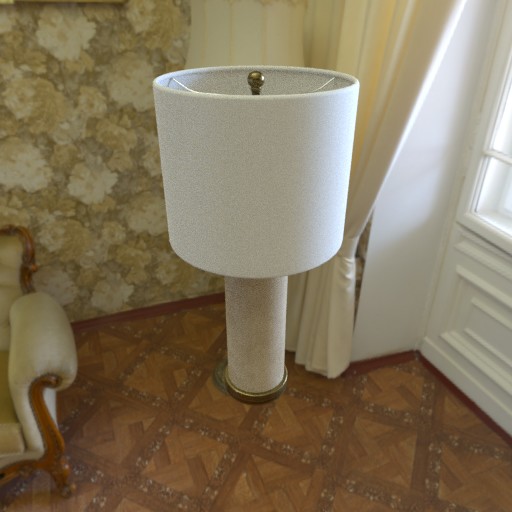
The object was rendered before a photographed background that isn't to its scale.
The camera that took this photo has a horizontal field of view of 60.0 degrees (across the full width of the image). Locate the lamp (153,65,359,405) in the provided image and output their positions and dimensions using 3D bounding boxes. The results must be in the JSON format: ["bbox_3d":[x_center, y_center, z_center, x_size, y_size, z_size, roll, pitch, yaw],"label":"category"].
[{"bbox_3d":[0.000,0.000,0.817,0.305,0.634,0.305,11,31,19],"label":"lamp"}]
